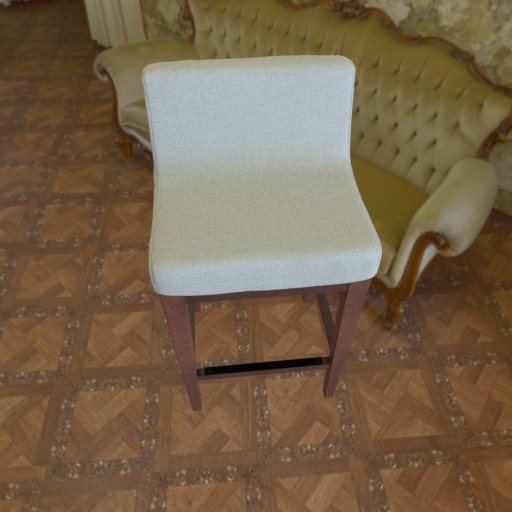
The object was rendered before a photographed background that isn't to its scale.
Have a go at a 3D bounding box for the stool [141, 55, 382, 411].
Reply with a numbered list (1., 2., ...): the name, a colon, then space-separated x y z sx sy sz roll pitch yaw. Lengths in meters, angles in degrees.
1. stool: 0.000 0.000 1.255 0.511 0.937 0.500 -4 47 -4
